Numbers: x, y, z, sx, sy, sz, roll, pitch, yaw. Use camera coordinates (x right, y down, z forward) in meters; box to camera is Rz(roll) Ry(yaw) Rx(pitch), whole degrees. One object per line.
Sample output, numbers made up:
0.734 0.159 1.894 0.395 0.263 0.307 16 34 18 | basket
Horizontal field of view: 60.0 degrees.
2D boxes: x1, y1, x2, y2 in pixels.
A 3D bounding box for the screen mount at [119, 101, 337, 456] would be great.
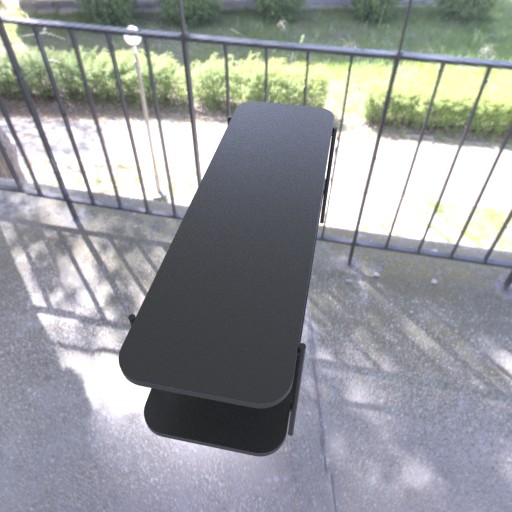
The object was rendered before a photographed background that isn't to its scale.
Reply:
0.000 0.000 1.435 0.400 0.447 1.200 8 46 8 | screen mount
